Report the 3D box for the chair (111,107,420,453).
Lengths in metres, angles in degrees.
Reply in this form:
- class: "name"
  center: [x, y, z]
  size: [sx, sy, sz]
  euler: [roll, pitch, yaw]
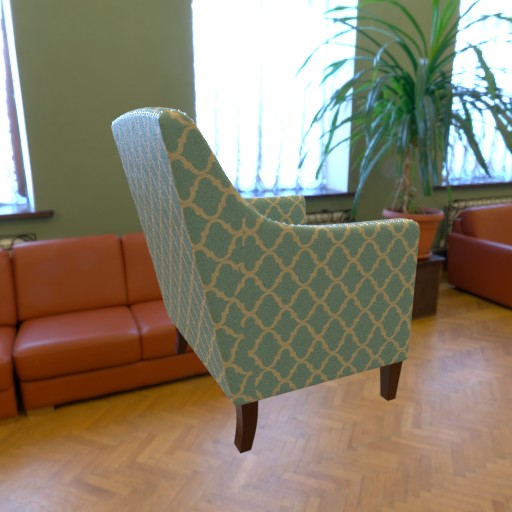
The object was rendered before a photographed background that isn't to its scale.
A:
- class: "chair"
  center: [0.000, 0.000, 1.321]
  size: [0.686, 0.817, 0.617]
  euler: [-7, 17, -25]
